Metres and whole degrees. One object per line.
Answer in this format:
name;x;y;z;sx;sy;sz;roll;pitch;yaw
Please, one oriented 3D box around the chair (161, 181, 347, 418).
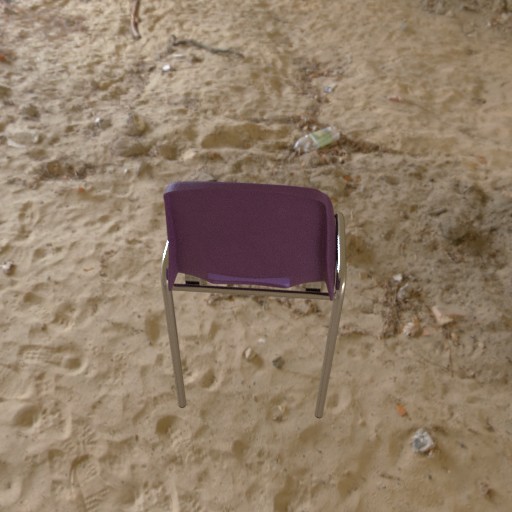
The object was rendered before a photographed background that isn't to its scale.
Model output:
chair;0.000;0.000;0.966;0.381;0.704;0.432;3;46;3
